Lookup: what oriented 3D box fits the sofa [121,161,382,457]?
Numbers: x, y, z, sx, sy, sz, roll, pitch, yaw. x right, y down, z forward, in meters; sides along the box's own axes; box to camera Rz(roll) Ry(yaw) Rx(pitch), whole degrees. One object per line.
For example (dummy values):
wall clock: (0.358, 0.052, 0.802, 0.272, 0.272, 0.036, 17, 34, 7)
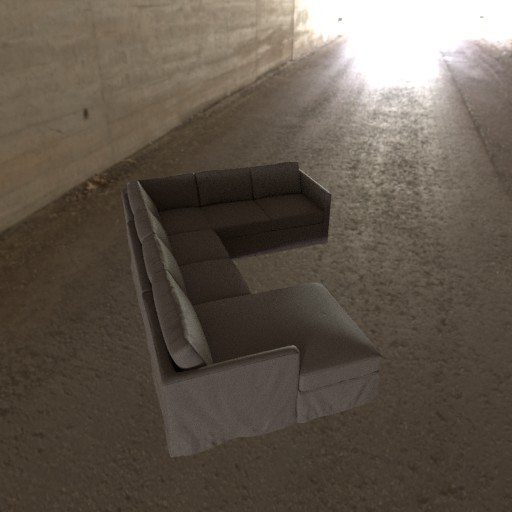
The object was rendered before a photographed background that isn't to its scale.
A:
sofa: (0.000, 0.000, 4.587, 2.476, 0.878, 3.528, -10, 31, -16)
